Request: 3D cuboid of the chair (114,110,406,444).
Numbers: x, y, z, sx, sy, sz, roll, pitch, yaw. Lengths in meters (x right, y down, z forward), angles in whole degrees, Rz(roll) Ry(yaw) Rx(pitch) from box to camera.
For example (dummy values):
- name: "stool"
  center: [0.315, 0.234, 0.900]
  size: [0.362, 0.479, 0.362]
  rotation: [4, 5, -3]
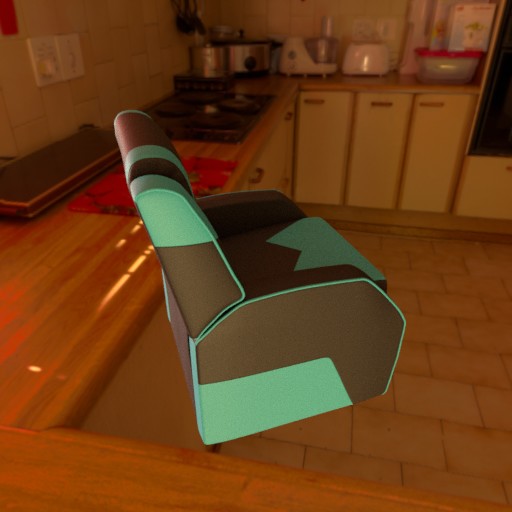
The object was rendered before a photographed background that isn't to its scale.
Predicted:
- name: "chair"
  center: [0.000, 0.000, 1.305]
  size: [0.672, 0.805, 0.620]
  rotation: [-10, 32, -16]
